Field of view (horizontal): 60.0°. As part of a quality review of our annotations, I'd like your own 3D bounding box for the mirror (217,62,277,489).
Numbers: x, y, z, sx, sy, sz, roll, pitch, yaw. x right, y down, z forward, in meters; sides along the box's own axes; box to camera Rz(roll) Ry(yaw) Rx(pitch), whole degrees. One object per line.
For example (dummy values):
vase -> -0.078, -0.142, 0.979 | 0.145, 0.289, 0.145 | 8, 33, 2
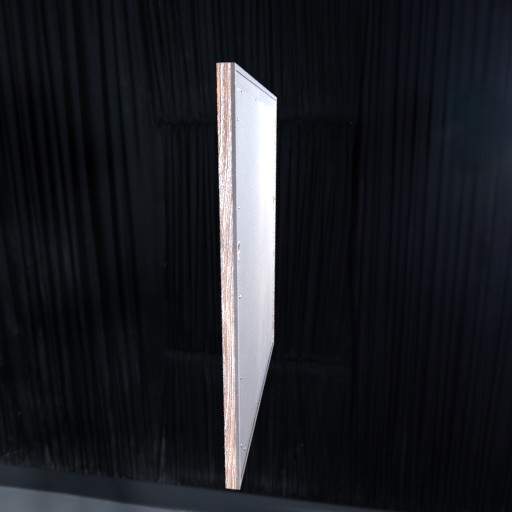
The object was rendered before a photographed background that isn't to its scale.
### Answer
mirror -> 0.000, 0.000, 1.223 | 0.032, 0.882, 0.730 | 2, 15, 8
